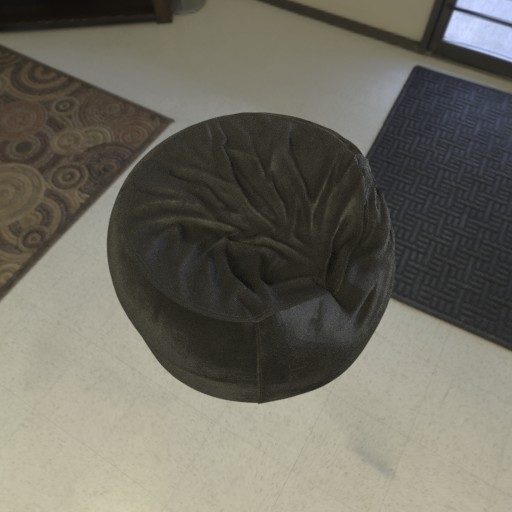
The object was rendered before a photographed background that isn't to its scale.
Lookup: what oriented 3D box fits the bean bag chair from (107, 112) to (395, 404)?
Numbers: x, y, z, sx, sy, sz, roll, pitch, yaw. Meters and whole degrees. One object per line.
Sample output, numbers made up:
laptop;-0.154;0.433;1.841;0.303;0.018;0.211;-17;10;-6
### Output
bean bag chair;0.000;0.000;1.508;0.918;0.605;0.918;0;59;0
